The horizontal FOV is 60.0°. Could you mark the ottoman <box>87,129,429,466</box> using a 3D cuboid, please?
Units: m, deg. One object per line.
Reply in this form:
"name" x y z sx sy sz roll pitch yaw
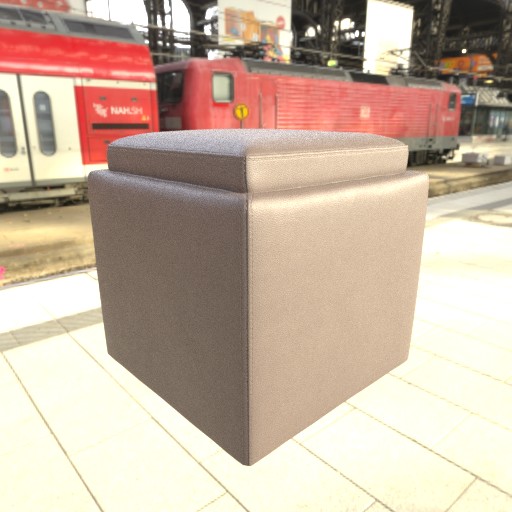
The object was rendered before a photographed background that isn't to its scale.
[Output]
"ottoman" 0.000 0.000 0.836 0.451 0.460 0.450 -15 22 -41
